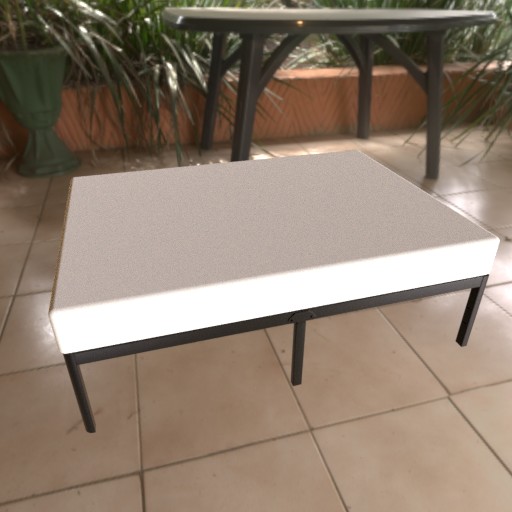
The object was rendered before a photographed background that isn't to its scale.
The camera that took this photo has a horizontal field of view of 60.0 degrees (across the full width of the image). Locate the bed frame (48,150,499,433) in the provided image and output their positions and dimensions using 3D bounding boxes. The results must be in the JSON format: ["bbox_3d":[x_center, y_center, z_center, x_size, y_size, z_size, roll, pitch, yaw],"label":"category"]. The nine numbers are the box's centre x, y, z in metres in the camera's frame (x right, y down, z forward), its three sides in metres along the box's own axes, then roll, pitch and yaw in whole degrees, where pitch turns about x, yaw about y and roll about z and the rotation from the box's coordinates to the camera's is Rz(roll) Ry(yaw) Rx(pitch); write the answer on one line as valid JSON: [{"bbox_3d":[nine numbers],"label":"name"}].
[{"bbox_3d":[0.000,0.000,2.540,1.956,0.659,1.408,-9,32,-14],"label":"bed frame"}]
